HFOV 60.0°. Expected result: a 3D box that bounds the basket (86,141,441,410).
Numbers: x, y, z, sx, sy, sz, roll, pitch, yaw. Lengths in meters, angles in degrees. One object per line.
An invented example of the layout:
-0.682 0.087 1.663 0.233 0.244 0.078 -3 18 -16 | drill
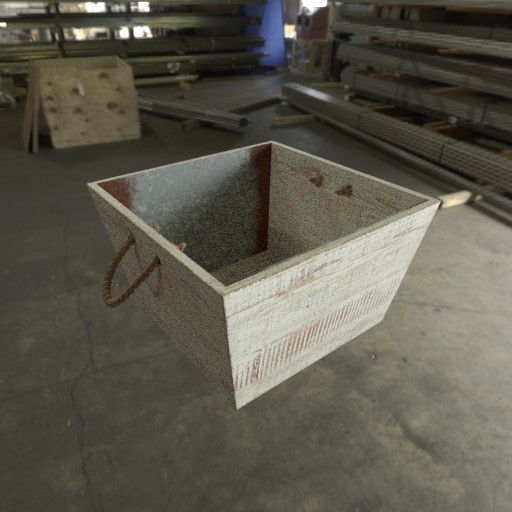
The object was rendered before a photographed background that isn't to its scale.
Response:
0.000 0.000 0.787 0.545 0.247 0.413 -22 37 -32 | basket
